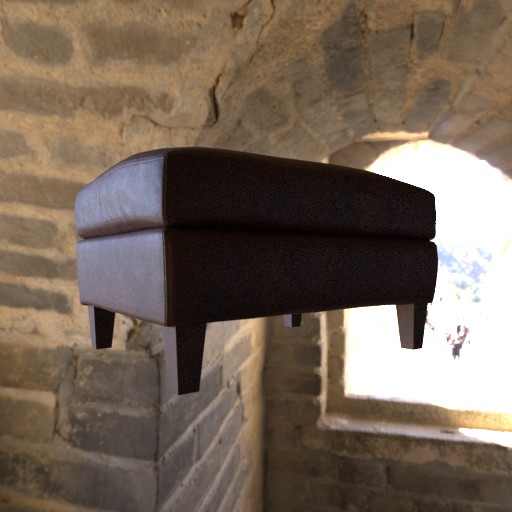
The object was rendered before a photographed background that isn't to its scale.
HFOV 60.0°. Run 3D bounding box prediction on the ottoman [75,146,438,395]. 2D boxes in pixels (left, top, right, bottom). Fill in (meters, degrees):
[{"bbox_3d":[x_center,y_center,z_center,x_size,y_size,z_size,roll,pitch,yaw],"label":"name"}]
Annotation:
[{"bbox_3d":[0.000,0.000,1.277,0.887,0.527,0.659,1,-1,-36],"label":"ottoman"}]
